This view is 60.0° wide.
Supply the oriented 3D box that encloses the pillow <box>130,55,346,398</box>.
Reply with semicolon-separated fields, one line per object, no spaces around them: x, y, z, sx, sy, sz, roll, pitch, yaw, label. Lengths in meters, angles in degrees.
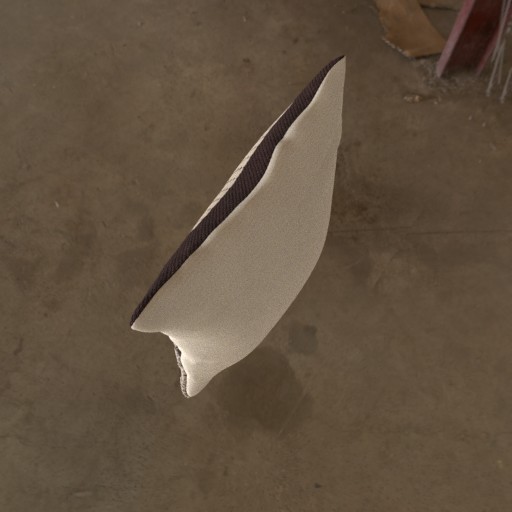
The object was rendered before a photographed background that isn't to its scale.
0.000;0.000;0.745;0.178;0.473;0.475;31;68;14;pillow
